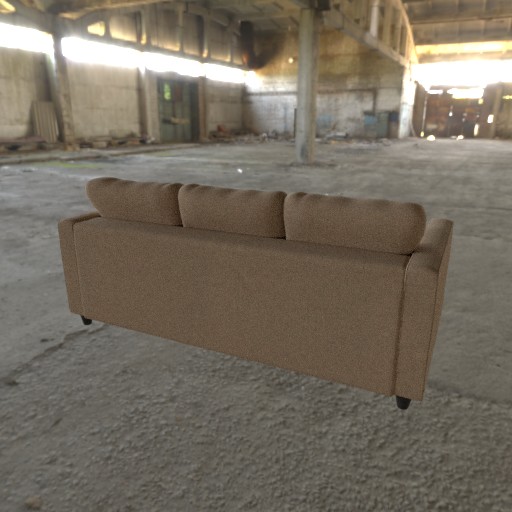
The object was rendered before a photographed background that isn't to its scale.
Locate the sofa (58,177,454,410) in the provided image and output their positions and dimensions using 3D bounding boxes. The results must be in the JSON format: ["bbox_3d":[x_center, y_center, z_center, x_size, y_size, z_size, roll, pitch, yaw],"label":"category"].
[{"bbox_3d":[0.000,0.000,2.356,1.855,0.800,0.930,8,19,25],"label":"sofa"}]
